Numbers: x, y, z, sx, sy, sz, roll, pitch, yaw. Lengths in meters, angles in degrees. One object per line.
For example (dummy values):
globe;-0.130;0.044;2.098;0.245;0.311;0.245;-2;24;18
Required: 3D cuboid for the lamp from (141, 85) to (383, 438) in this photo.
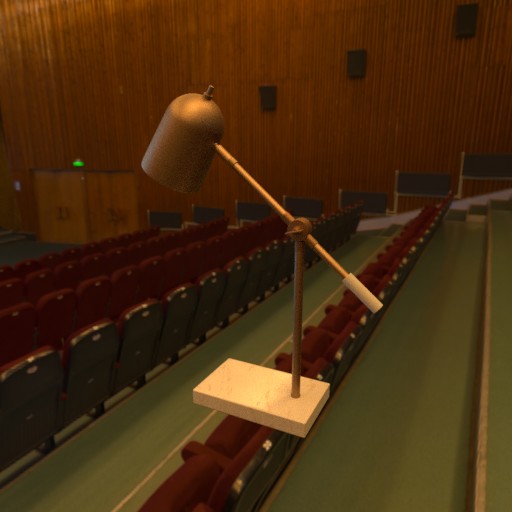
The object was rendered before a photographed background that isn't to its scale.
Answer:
lamp;0.000;0.000;0.824;0.471;0.603;0.144;8;17;25
